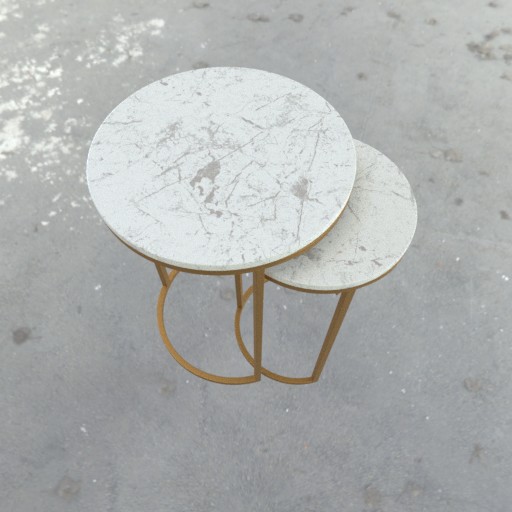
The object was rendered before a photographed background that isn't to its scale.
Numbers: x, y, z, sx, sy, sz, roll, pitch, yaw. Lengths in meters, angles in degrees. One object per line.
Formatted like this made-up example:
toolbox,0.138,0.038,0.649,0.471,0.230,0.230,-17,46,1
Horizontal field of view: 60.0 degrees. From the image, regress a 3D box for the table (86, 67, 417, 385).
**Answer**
table,0.000,0.000,0.890,0.507,0.550,0.400,16,60,9
